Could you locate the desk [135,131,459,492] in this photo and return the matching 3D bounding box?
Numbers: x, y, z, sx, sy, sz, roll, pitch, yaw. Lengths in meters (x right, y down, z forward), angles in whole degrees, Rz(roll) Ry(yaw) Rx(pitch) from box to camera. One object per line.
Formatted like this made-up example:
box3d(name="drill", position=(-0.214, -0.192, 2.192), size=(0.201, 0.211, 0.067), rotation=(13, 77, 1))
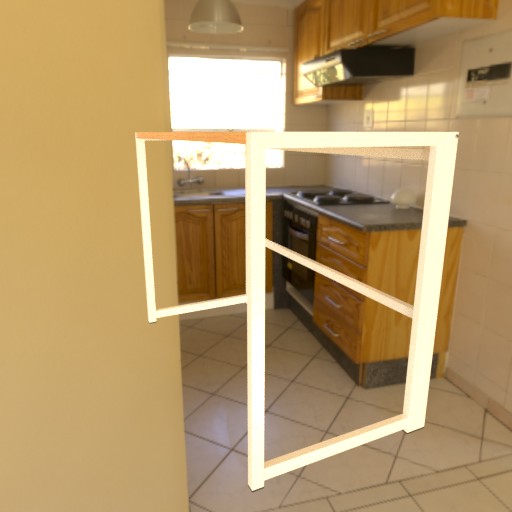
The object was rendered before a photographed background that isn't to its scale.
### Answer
box3d(name="desk", position=(0.000, 0.000, 1.414), size=(0.508, 0.762, 1.016), rotation=(-7, 17, -25))
